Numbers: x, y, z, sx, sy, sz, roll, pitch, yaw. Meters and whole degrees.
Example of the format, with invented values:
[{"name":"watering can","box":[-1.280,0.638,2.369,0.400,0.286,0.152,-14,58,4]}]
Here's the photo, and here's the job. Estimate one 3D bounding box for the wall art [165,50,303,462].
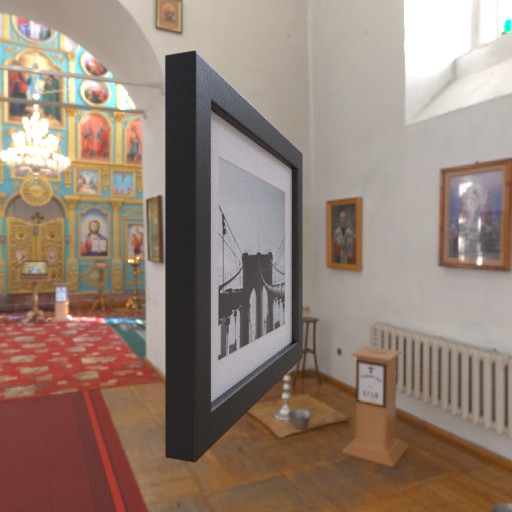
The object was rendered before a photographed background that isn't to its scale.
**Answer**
[{"name":"wall art","box":[0.000,0.000,0.539,0.028,0.330,0.380,0,0,19]}]
